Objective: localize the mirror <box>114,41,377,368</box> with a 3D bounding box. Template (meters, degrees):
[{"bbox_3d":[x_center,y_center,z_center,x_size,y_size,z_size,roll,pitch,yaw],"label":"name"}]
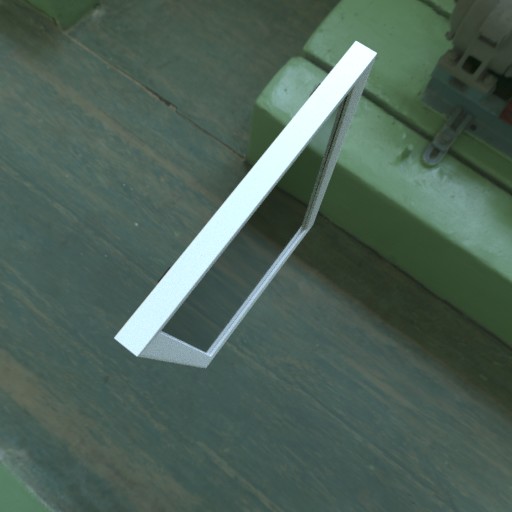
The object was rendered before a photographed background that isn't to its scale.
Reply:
[{"bbox_3d":[0.000,0.000,0.901,0.040,0.710,0.507,36,78,9],"label":"mirror"}]
